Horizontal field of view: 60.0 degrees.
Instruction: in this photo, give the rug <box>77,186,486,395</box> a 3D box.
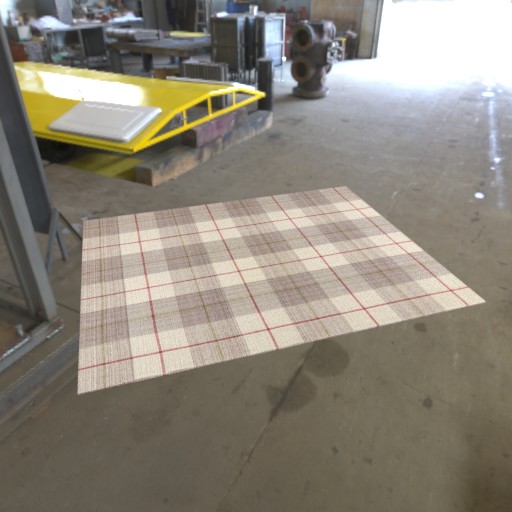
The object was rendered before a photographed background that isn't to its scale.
[{"bbox_3d":[0.000,0.000,3.956,2.959,0.016,2.317,-9,33,-15],"label":"rug"}]
